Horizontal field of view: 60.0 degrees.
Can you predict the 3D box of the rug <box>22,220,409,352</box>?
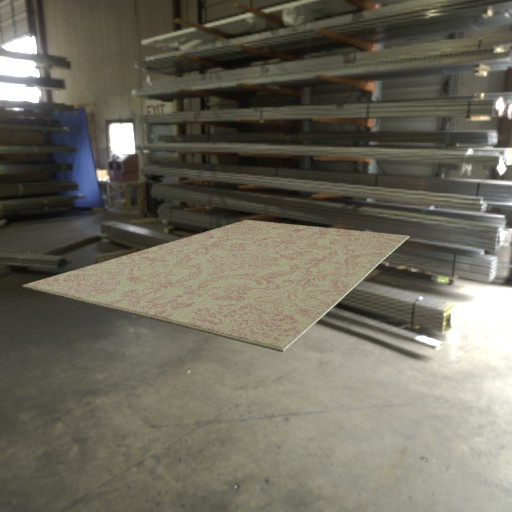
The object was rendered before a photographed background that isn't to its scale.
[{"bbox_3d":[0.000,0.000,2.346,1.219,0.012,1.839,8,16,28],"label":"rug"}]
